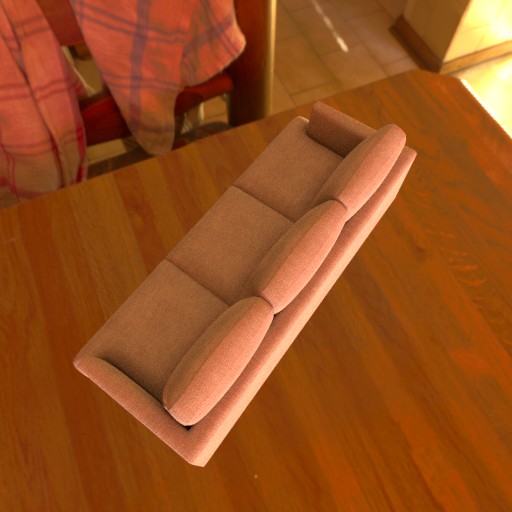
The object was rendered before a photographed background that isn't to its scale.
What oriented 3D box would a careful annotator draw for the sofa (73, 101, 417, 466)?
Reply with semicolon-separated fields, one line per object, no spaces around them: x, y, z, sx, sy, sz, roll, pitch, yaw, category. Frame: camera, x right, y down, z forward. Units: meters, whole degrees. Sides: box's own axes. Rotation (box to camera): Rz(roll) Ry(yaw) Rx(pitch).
0.000;0.000;2.693;0.903;0.930;2.246;33;68;15;sofa
